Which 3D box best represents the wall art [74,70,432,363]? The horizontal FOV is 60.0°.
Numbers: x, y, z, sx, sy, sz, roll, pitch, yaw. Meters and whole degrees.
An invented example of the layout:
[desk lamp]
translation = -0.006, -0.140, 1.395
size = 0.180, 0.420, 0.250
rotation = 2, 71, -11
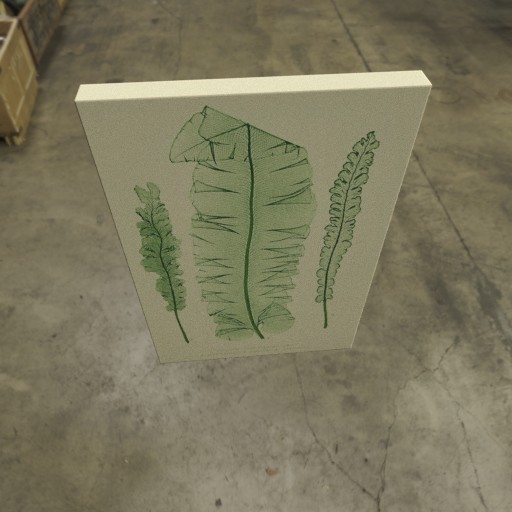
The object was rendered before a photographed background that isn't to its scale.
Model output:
[wall art]
translation = 0.000, 0.000, 0.754
size = 0.418, 0.608, 0.038
rotation = -4, 48, -3
